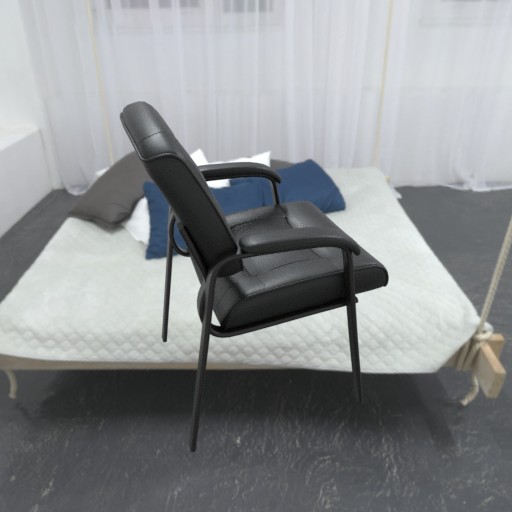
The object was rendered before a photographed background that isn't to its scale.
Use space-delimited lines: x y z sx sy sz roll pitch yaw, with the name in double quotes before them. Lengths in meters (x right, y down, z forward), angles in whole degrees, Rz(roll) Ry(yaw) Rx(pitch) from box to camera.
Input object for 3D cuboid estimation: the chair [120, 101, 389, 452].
"chair" 0.000 0.000 1.350 0.668 0.910 0.591 -10 32 -17
